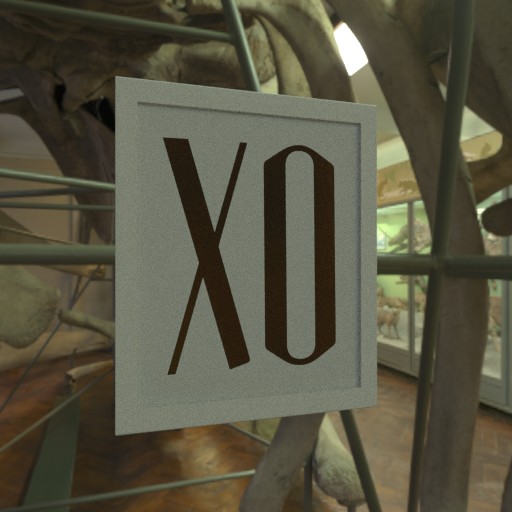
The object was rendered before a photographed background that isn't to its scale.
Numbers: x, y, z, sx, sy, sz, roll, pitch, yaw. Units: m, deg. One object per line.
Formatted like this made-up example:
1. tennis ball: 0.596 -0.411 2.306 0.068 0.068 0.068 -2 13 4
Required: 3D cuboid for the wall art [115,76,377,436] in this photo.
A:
1. wall art: 0.000 0.000 0.734 0.444 0.536 0.020 0 0 -17
